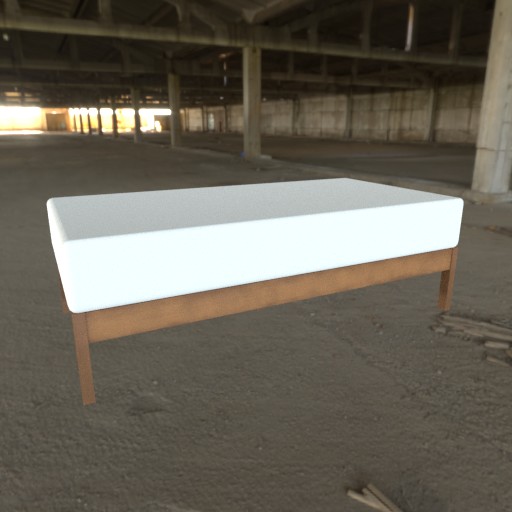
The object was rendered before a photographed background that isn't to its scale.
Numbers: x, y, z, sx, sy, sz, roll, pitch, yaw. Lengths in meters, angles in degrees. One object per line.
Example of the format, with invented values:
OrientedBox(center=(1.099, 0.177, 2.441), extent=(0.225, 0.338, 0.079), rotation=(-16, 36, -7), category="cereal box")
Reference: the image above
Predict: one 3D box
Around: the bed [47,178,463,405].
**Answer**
OrientedBox(center=(0.000, 0.000, 2.337), extent=(1.902, 0.616, 0.961), rotation=(-8, 19, -26), category="bed")
